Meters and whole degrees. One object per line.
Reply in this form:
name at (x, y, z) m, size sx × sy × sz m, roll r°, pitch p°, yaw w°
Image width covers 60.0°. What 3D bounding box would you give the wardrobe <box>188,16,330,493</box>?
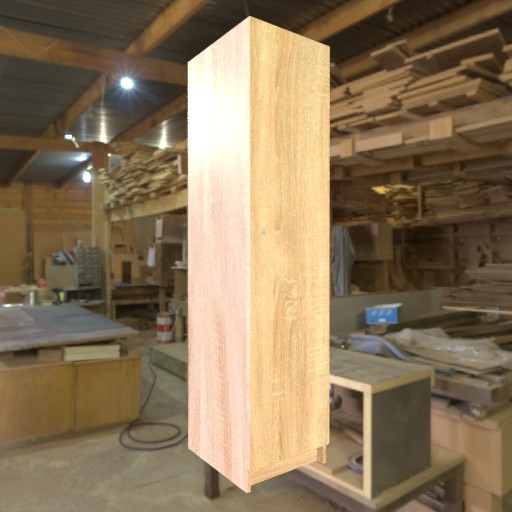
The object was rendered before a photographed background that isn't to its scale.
wardrobe at (0.000, 0.000, 2.339) m, size 0.496 × 2.117 × 0.588 m, roll 0°, pitch 0°, yaw -36°
